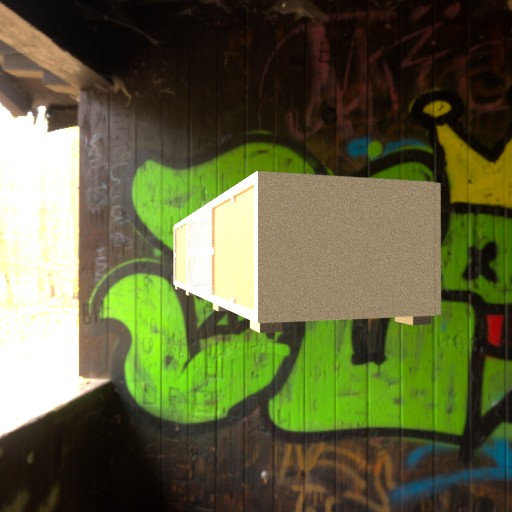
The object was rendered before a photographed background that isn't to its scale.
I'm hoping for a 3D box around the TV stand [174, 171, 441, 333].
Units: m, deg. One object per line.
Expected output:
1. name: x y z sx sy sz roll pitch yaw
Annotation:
1. TV stand: 0.000 0.000 1.576 0.420 0.310 1.400 0 -1 -17
